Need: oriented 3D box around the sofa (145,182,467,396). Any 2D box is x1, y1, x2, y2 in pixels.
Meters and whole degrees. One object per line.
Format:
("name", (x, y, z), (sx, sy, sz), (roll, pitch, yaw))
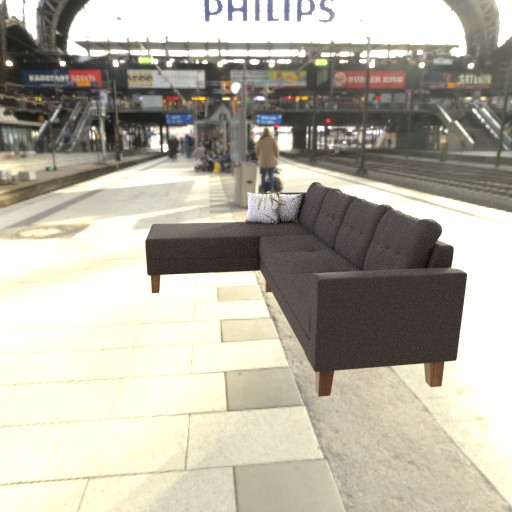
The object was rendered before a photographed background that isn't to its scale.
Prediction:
("sofa", (0.000, 0.000, 3.492), (1.829, 0.932, 2.679), (-2, 15, -8))
